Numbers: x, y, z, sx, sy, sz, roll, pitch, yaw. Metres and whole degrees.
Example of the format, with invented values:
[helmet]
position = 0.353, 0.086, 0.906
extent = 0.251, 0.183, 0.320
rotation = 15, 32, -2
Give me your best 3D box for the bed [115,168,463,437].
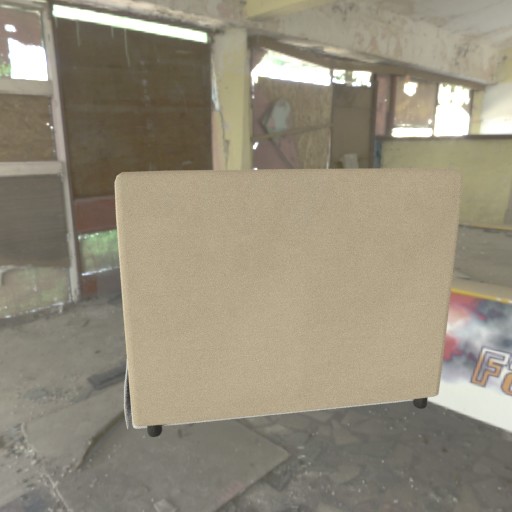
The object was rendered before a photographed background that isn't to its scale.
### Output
[bed]
position = 0.000, 0.000, 3.177
extent = 1.723, 1.330, 2.142
rotation = -2, 14, -9
